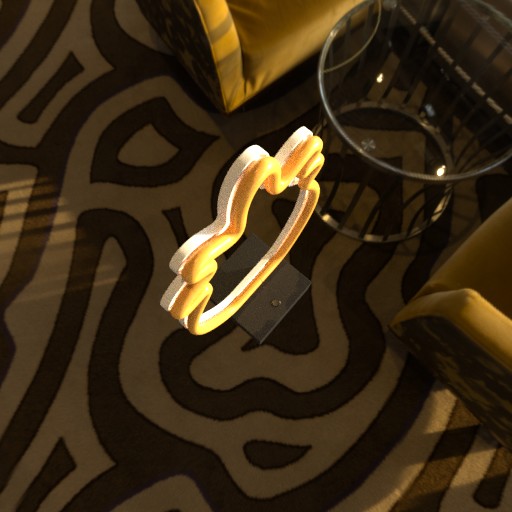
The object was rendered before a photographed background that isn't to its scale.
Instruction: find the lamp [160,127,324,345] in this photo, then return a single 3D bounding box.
[{"bbox_3d":[0.000,0.000,0.376,0.088,0.317,0.167,40,78,10],"label":"lamp"}]
